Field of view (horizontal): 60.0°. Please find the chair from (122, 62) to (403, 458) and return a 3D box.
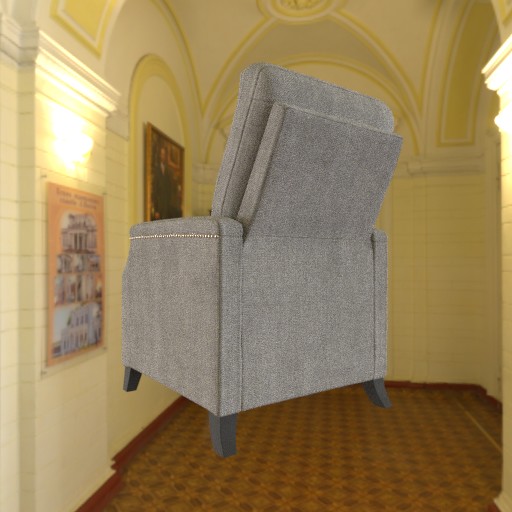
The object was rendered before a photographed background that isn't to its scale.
[{"bbox_3d":[0.000,0.000,1.611,0.710,1.049,0.922,0,-1,-36],"label":"chair"}]
